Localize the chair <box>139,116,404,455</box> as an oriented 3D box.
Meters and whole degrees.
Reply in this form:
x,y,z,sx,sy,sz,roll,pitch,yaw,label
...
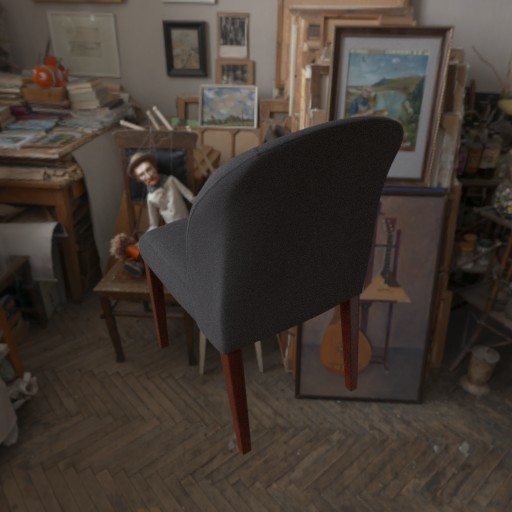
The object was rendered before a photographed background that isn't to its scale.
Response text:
x,y,z,sx,sy,sz,roll,pitch,yaw,label
0.000,0.000,1.262,0.506,0.879,0.619,-19,35,-29,chair
